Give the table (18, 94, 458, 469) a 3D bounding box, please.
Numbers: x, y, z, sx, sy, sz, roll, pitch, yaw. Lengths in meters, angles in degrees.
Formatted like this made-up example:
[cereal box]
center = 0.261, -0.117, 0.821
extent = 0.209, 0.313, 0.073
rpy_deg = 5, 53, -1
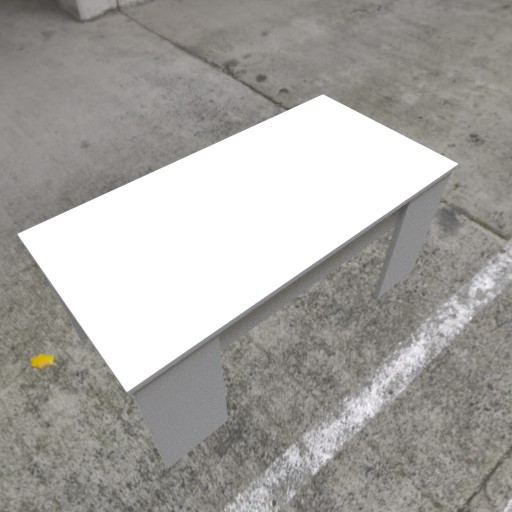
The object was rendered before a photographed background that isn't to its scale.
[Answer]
[table]
center = 0.000, 0.000, 1.259
extent = 1.000, 0.440, 0.500
rpy_deg = -32, 55, -26
